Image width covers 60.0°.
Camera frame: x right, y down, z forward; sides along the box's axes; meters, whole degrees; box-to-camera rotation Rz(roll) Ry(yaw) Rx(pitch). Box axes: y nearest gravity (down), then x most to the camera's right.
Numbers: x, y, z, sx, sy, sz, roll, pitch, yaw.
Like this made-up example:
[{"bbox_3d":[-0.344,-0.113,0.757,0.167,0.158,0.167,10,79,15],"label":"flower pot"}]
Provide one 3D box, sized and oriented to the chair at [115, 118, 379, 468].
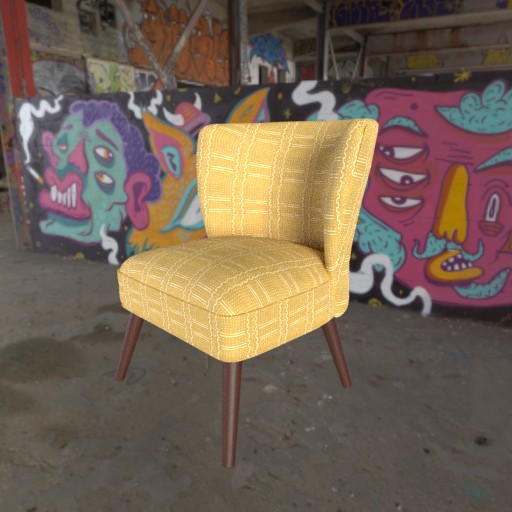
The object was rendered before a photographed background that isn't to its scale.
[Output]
[{"bbox_3d":[0.000,0.000,1.451,0.758,0.866,0.706,-14,20,-42],"label":"chair"}]
